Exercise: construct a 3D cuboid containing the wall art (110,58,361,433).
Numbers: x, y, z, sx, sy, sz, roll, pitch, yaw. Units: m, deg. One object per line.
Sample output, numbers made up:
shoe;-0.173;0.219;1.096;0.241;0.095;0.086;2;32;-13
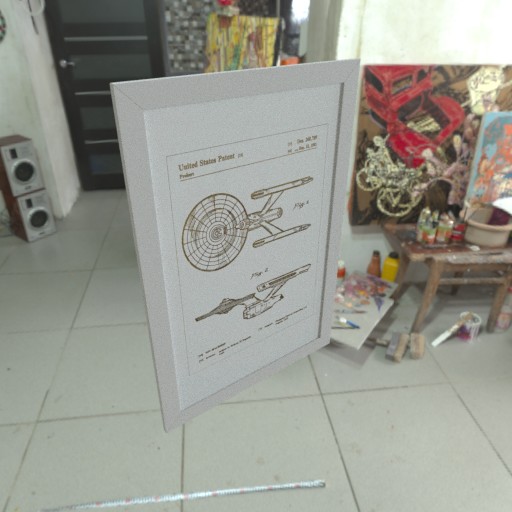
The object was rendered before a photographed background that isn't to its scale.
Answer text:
wall art;0.000;0.000;0.840;0.454;0.659;0.011;-20;36;-31
